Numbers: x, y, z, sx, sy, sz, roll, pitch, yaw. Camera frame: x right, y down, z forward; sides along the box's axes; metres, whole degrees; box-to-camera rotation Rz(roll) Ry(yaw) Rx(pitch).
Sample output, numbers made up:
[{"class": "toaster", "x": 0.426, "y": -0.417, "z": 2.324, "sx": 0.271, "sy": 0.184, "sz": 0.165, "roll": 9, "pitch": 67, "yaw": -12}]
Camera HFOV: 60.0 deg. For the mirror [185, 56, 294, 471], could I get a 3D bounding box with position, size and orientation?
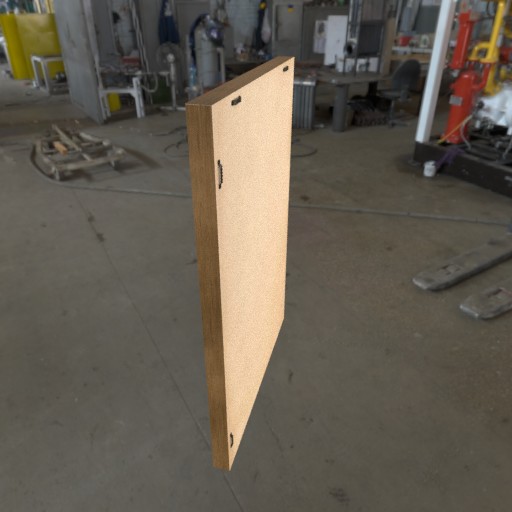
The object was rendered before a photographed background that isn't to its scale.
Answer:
[{"class": "mirror", "x": 0.000, "y": 0.000, "z": 0.924, "sx": 0.040, "sy": 0.710, "sz": 0.507, "roll": 8, "pitch": 31, "yaw": 13}]
